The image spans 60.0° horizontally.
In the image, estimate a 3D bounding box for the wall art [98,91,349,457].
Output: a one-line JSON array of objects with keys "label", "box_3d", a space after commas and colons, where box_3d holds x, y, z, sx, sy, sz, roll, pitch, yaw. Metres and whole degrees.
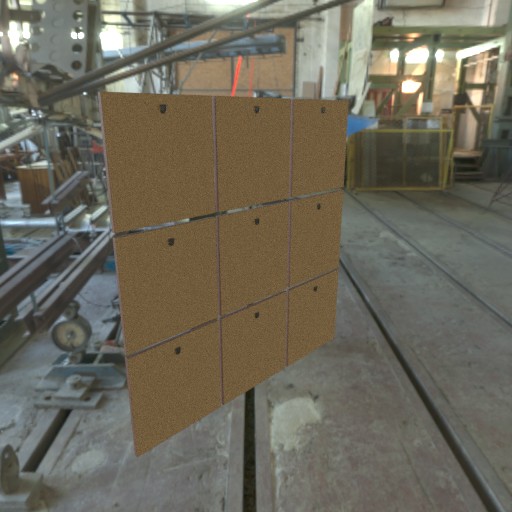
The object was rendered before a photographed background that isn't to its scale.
[{"label": "wall art", "box_3d": [0.000, 0.000, 1.807, 0.024, 1.218, 1.221, 16, 24, 41]}]
